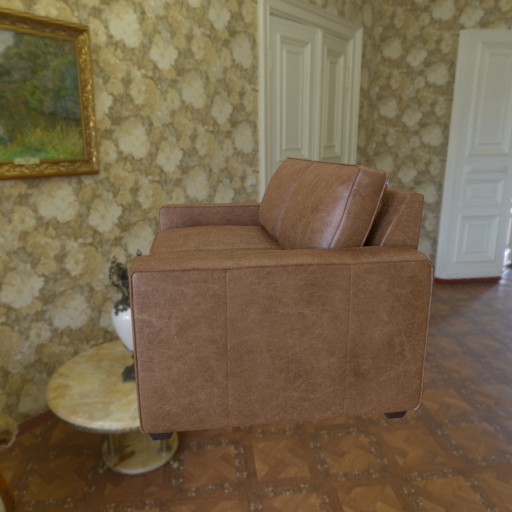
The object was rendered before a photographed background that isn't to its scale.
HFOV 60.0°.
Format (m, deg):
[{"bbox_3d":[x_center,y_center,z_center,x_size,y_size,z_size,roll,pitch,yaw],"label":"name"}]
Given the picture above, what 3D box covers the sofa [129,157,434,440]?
[{"bbox_3d":[0.000,0.000,2.118,1.020,0.896,1.532,-2,14,-8],"label":"sofa"}]
